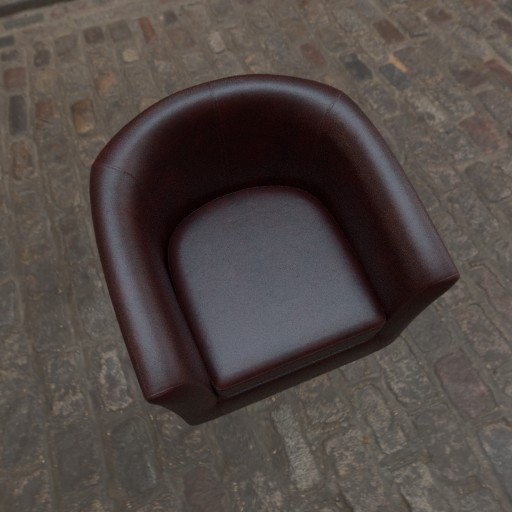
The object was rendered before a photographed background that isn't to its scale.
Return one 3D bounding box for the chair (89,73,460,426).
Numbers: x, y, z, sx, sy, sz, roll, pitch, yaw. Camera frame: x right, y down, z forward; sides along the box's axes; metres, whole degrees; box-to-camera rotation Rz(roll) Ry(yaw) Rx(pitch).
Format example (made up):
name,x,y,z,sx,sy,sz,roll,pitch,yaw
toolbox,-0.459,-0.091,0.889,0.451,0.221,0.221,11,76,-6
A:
name,x,y,z,sx,sy,sz,roll,pitch,yaw
chair,0.000,0.000,1.347,0.792,0.756,0.727,-20,64,-10
